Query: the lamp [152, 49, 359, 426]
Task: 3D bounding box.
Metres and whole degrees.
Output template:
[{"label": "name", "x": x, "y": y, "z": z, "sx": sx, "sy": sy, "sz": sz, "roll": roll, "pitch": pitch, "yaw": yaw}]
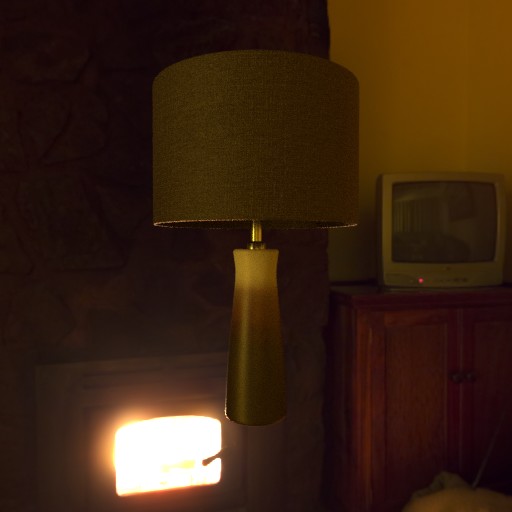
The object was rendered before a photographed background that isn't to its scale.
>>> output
[{"label": "lamp", "x": 0.000, "y": 0.000, "z": 0.672, "sx": 0.303, "sy": 0.488, "sz": 0.303, "roll": 0, "pitch": 1, "yaw": 0}]
